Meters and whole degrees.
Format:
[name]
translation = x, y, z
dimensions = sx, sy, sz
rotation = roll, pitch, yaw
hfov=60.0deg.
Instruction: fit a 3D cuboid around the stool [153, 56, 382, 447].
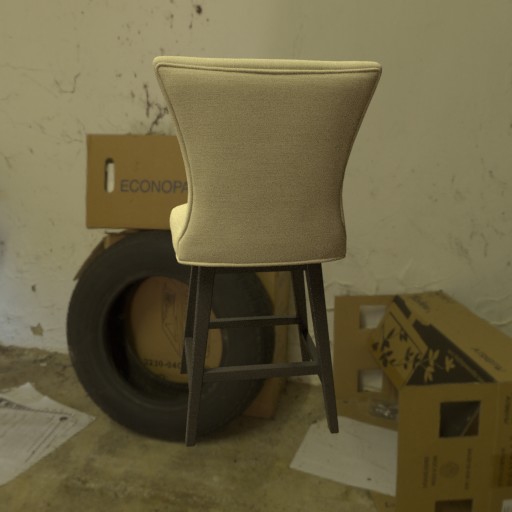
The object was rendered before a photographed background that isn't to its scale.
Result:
[stool]
translation = 0.000, 0.000, 1.308
dimensions = 0.514, 1.000, 0.574
rotation = -2, 14, -8
